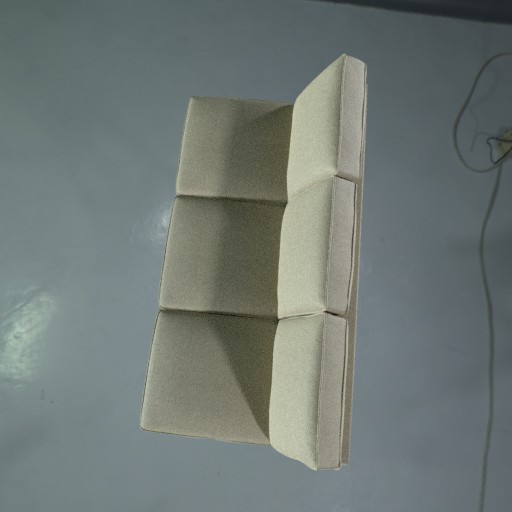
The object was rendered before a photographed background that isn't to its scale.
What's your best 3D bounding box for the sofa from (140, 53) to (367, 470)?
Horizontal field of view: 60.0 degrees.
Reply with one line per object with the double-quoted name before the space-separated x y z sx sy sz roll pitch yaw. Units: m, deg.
"sofa" 0.000 0.000 2.458 1.027 0.973 1.962 6 76 1
